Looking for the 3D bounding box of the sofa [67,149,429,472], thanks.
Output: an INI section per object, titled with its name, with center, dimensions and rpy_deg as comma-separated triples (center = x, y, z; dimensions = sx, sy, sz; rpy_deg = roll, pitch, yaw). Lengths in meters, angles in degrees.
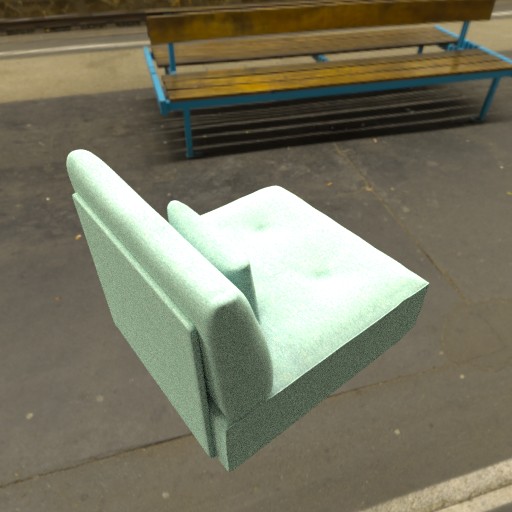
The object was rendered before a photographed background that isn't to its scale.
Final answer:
[sofa]
center = 0.000, 0.000, 1.703
dimensions = 1.000, 0.820, 0.930
rpy_deg = -28, 48, -28
